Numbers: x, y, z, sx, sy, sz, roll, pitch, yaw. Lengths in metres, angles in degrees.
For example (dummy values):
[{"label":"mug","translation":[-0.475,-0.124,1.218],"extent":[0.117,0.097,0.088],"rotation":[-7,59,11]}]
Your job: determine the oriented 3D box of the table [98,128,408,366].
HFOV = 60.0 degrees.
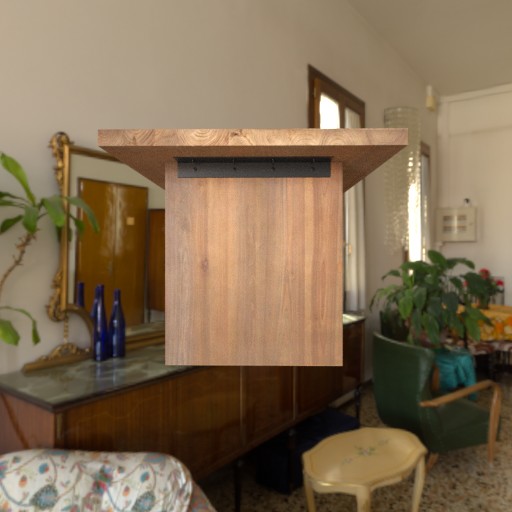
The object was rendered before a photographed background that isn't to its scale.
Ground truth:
[{"label":"table","translation":[0.000,0.000,2.154],"extent":[0.946,0.780,1.609],"rotation":[0,0,1]}]
